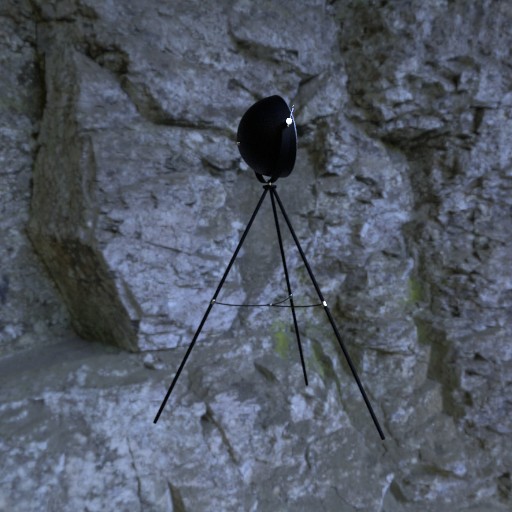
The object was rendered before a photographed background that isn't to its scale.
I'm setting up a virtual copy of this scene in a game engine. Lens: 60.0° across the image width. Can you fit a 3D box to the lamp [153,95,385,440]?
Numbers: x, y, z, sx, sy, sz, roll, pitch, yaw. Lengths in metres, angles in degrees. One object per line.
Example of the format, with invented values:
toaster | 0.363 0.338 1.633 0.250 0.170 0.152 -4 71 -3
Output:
lamp | 0.000 0.000 2.065 0.920 1.512 0.817 0 0 -19
